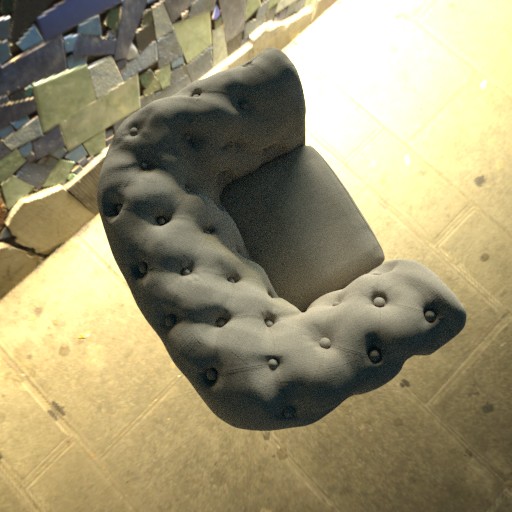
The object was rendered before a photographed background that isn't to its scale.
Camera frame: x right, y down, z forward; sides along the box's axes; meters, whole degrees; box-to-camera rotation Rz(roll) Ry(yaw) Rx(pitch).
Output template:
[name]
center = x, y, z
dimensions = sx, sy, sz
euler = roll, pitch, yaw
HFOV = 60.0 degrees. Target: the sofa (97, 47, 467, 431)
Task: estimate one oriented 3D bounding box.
[sofa]
center = 0.000, 0.000, 2.001
dimensions = 1.034, 0.878, 1.405
euler = -30, 78, -7
